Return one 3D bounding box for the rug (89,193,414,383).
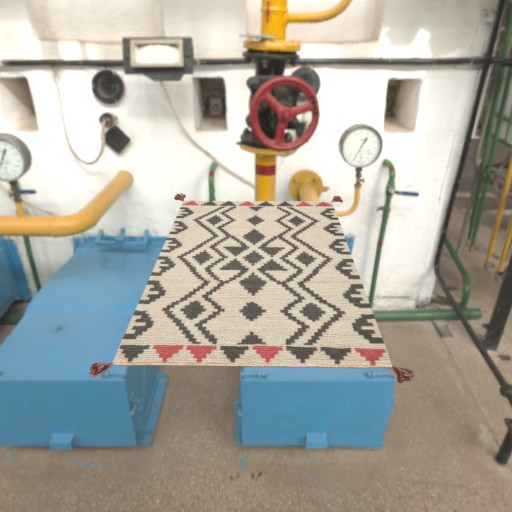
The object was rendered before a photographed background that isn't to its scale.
[{"bbox_3d":[0.000,0.000,3.456,1.741,0.066,2.672,0,28,1],"label":"rug"}]
